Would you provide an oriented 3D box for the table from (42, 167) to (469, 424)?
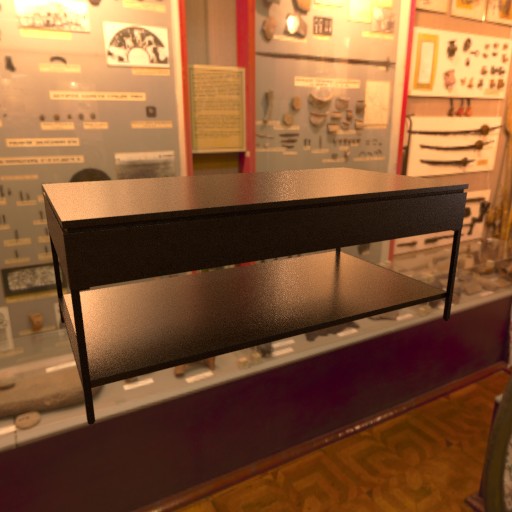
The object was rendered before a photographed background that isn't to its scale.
[{"bbox_3d":[0.000,0.000,1.345,1.095,0.435,0.574,-9,19,-27],"label":"table"}]
